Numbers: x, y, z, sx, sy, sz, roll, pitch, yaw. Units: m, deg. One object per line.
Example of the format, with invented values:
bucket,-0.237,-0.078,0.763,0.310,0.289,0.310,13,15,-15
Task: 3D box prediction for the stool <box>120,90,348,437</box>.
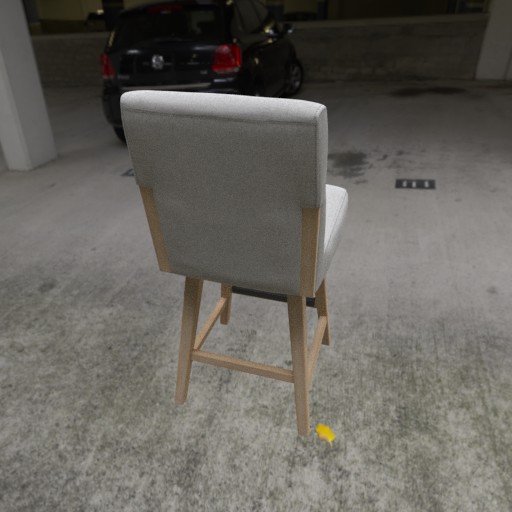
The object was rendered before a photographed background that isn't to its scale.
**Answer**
stool,0.000,0.000,1.412,0.507,1.085,0.606,9,32,14
